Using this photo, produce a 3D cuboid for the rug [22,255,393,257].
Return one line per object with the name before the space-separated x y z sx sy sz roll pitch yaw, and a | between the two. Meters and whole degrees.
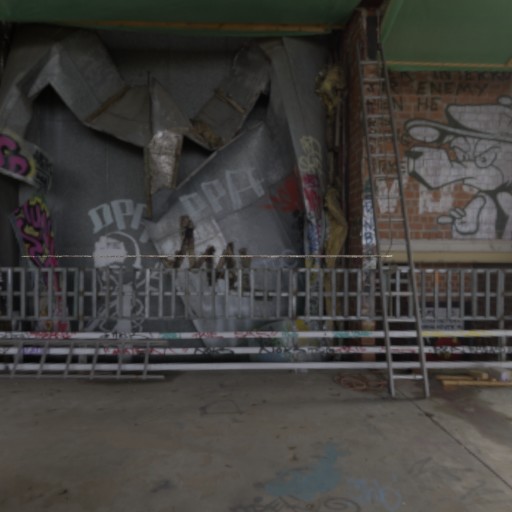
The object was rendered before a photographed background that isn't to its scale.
rug | 0.000 0.000 4.122 2.438 0.010 3.048 0 0 18
